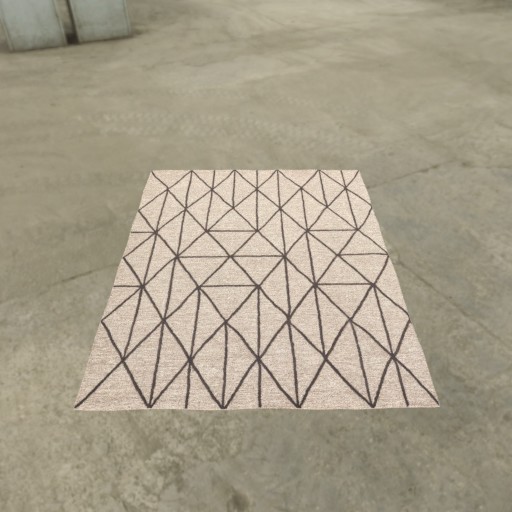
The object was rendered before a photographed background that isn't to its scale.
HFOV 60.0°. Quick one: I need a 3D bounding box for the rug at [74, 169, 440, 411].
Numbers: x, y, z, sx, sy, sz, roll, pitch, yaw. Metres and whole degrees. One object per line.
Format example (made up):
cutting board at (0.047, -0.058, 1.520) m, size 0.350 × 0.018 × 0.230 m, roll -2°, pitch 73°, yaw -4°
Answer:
rug at (0.000, 0.000, 4.081) m, size 2.468 × 0.022 × 3.061 m, roll 0°, pitch 42°, yaw 0°
